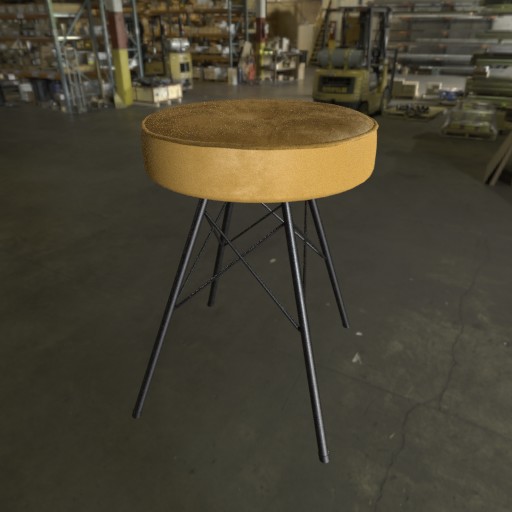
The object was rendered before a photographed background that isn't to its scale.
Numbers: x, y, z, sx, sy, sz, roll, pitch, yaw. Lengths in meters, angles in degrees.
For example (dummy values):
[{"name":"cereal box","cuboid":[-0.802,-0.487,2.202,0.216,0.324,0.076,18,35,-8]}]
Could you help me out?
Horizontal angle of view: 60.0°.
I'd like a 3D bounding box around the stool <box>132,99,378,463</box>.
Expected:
[{"name":"stool","cuboid":[0.000,0.000,0.941,0.438,0.595,0.472,8,28,16]}]
